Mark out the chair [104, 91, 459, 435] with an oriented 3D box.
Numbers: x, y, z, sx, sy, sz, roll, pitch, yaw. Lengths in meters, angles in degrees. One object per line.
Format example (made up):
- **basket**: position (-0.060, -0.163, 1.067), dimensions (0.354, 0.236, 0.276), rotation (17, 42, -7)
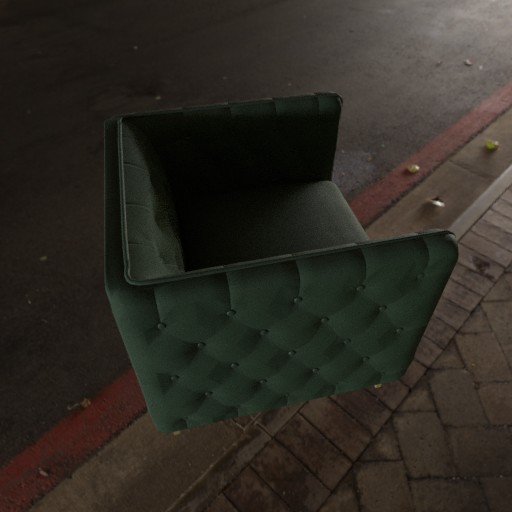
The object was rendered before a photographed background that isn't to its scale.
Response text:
- **chair**: position (0.000, 0.000, 1.545), dimensions (0.855, 0.768, 0.917), rotation (-10, 46, -10)
